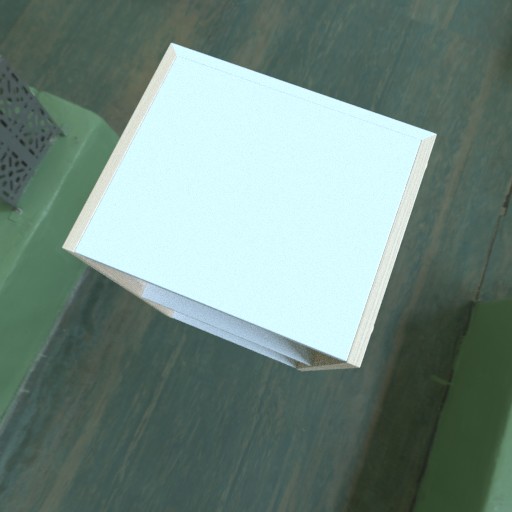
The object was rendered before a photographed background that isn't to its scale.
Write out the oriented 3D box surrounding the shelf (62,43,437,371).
[{"bbox_3d":[0.000,0.000,0.798,0.350,0.600,0.290,21,76,5],"label":"shelf"}]
